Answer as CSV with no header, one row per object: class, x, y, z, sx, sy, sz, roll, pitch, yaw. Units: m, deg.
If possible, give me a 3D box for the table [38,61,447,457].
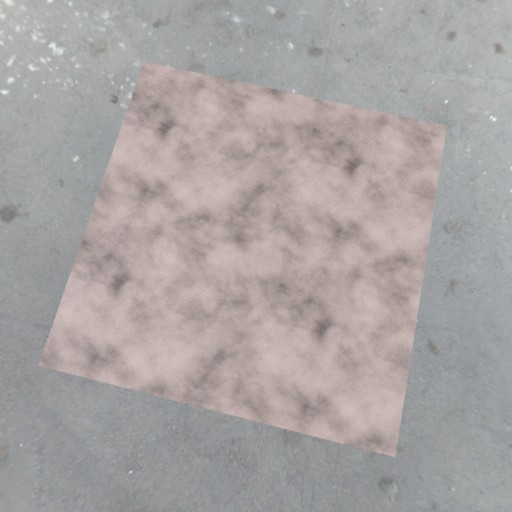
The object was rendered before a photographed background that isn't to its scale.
table,0.000,0.000,1.028,0.670,0.305,0.670,13,77,3
